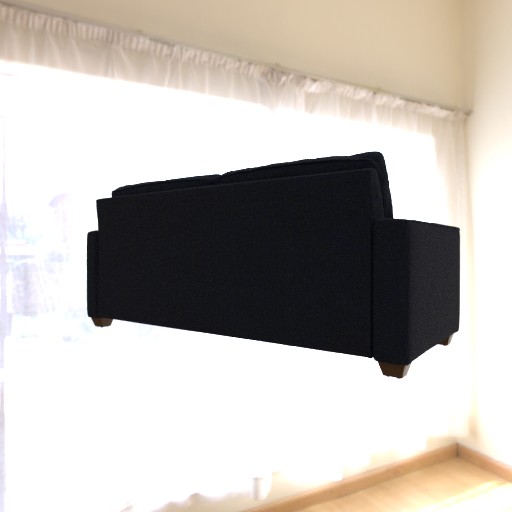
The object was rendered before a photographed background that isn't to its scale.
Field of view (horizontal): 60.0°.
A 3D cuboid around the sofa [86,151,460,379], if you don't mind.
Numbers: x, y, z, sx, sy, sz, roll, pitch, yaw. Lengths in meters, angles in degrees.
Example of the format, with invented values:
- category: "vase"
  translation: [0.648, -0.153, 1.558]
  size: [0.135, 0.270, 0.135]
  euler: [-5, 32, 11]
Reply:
- category: "sofa"
  translation: [0.000, 0.000, 2.598]
  size: [2.080, 0.919, 0.940]
  euler: [1, 1, 36]
